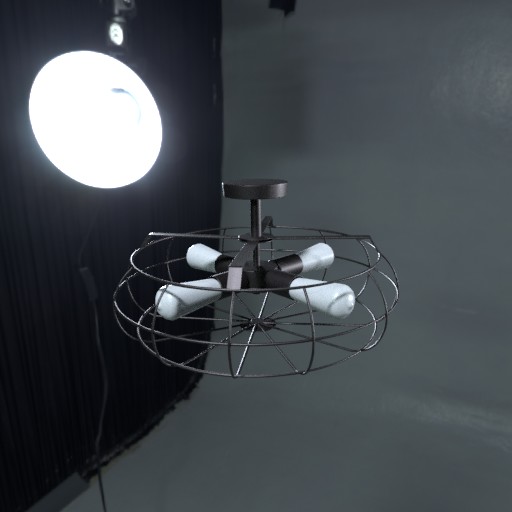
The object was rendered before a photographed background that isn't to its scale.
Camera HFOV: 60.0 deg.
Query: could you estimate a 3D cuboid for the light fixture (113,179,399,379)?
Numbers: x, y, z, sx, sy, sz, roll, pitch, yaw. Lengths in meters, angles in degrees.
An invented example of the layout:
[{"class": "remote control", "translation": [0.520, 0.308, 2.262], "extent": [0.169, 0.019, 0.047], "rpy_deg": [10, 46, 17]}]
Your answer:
[{"class": "light fixture", "translation": [0.000, 0.000, 0.929], "extent": [0.582, 0.311, 0.582], "rpy_deg": [0, 16, 0]}]
